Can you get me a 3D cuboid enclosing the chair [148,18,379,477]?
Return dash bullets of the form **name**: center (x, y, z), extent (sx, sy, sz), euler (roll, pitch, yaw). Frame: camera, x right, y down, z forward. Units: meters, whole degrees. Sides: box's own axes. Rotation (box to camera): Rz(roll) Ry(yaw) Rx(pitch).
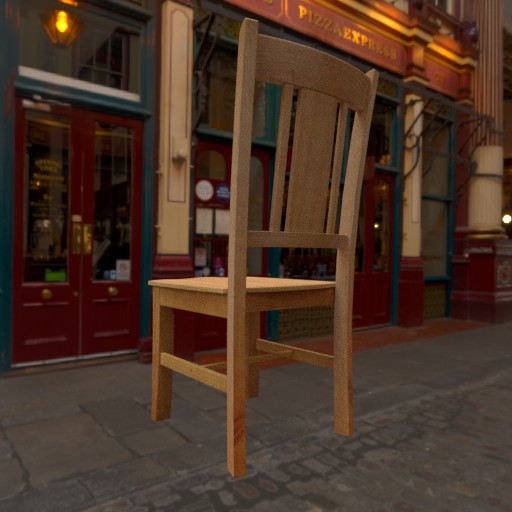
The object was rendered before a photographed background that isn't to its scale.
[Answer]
- **chair**: center (0.000, 0.000, 1.265), extent (0.450, 0.998, 0.556), euler (0, 0, -38)
